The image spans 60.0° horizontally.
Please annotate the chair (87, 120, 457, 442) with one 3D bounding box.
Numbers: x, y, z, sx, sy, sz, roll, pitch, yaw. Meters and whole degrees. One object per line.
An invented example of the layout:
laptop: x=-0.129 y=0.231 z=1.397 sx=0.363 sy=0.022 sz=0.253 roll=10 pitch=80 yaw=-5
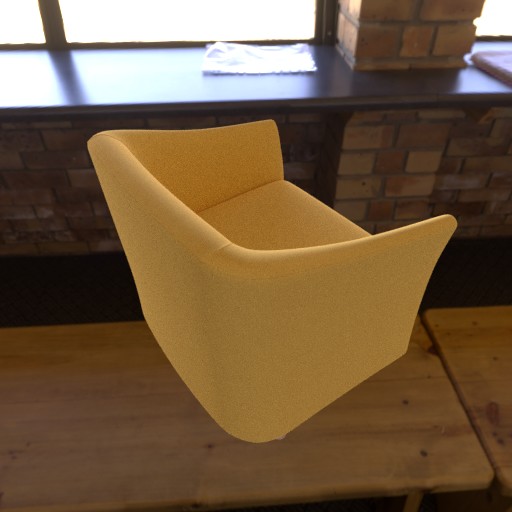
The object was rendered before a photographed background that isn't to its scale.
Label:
chair: x=0.000 y=0.000 z=1.328 sx=0.700 sy=0.720 sz=0.790 roll=-24 pitch=45 yaw=-27
